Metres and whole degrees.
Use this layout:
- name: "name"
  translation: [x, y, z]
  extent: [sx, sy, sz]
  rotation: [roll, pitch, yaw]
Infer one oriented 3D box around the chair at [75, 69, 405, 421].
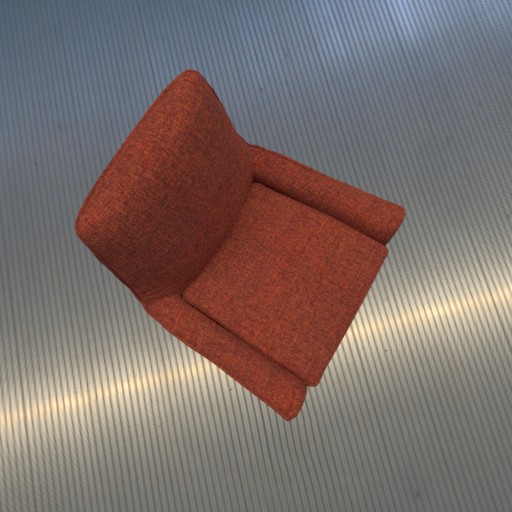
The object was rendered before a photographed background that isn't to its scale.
- name: "chair"
  translation: [0.000, 0.000, 1.495]
  extent: [0.784, 0.911, 0.803]
  rotation: [30, 79, 7]
